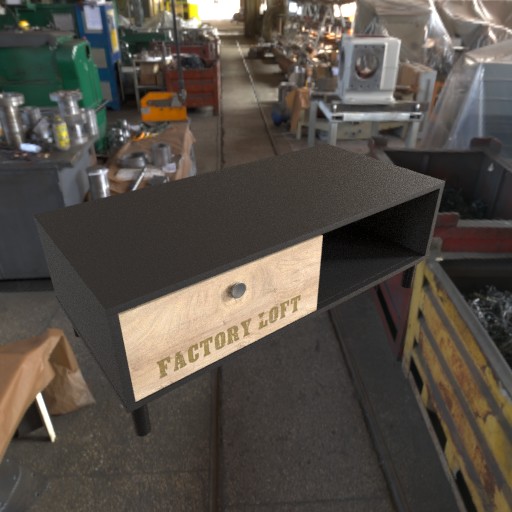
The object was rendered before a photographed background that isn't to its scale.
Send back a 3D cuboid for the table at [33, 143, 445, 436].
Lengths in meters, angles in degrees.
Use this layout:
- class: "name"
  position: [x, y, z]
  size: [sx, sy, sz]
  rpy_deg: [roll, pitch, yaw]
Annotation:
- class: "table"
  position: [0.000, 0.000, 1.392]
  size: [1.100, 0.400, 0.550]
  rpy_deg: [-21, 36, -31]
